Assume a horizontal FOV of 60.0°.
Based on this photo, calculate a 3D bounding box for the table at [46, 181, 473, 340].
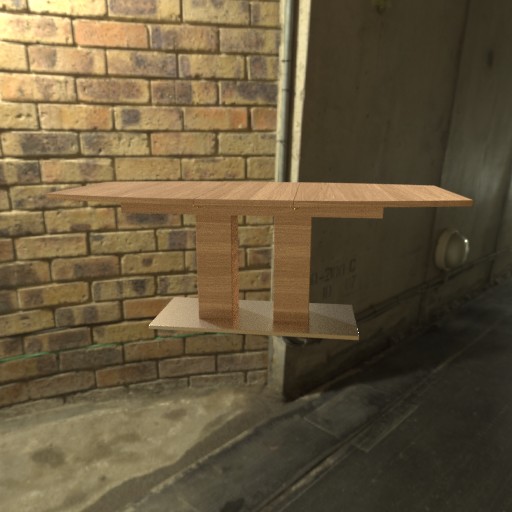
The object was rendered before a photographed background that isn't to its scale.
[{"bbox_3d":[0.000,0.000,2.507,2.032,0.750,0.900,2,15,7],"label":"table"}]
